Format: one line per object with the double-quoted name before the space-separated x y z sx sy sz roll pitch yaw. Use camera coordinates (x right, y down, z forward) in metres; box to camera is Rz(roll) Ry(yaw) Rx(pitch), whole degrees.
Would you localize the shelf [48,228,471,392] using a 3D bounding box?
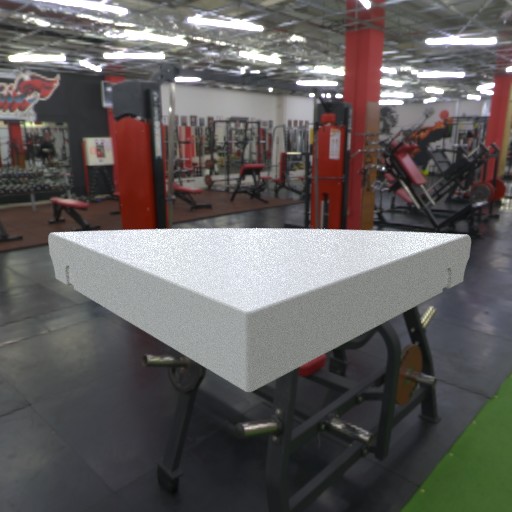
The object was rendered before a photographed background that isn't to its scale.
"shelf" 0.000 0.000 0.459 0.310 0.050 0.310 -14 20 -42
